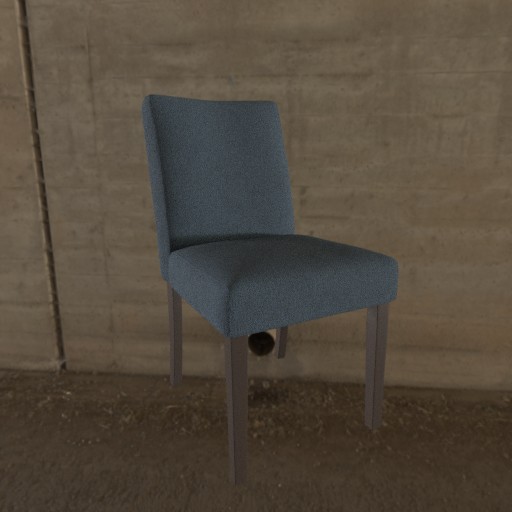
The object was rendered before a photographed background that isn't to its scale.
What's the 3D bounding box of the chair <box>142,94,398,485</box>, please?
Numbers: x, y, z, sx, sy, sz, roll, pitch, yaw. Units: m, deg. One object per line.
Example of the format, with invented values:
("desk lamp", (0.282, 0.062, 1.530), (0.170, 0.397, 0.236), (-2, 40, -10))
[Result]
("chair", (0.000, 0.000, 1.244), (0.487, 0.882, 0.629), (-8, 16, -28))
